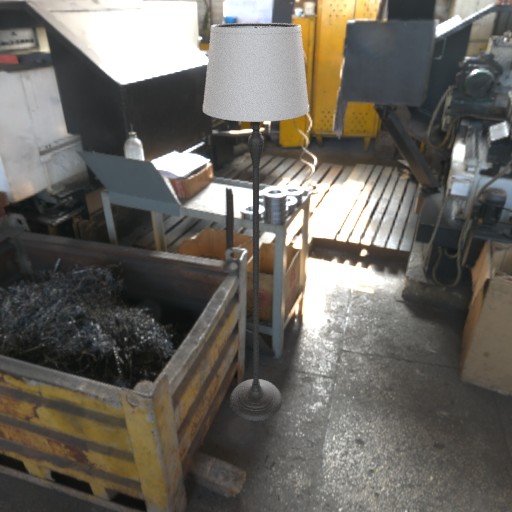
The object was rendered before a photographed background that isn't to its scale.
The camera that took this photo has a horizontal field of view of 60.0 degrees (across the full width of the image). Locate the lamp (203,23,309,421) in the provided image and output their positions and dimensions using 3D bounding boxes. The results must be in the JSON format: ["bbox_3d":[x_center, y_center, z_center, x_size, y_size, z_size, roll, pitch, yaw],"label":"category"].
[{"bbox_3d":[0.000,0.000,1.630,0.327,1.506,0.327,-11,32,-18],"label":"lamp"}]
